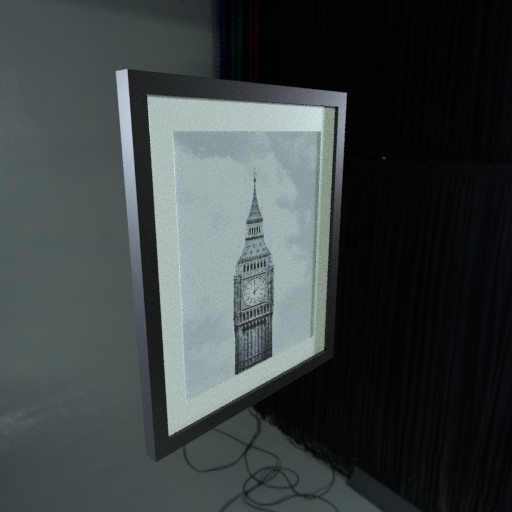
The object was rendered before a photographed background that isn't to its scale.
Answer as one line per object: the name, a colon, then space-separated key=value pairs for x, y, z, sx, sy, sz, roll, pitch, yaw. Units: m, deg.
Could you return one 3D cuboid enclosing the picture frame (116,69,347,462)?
picture frame: x=0.000 y=0.000 z=0.766 sx=0.028 sy=0.556 sz=0.460 roll=15 pitch=22 yaw=43
